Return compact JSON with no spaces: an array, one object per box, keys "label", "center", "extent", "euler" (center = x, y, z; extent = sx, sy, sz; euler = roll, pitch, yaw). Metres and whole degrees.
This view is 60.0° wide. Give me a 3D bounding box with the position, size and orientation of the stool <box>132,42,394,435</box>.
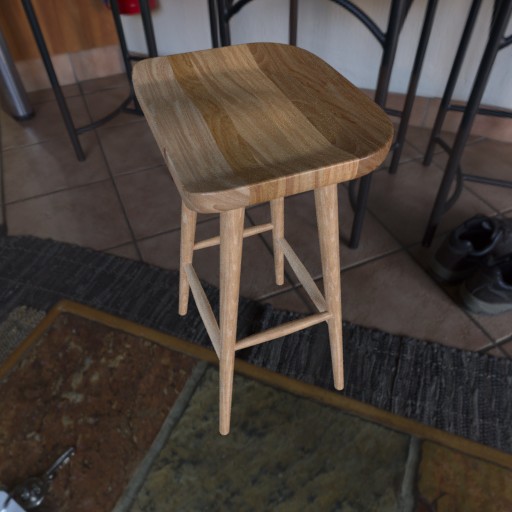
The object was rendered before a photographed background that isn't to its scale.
[{"label":"stool","center":[0.000,0.000,0.925],"extent":[0.322,0.698,0.407],"euler":[-16,48,-15]}]
